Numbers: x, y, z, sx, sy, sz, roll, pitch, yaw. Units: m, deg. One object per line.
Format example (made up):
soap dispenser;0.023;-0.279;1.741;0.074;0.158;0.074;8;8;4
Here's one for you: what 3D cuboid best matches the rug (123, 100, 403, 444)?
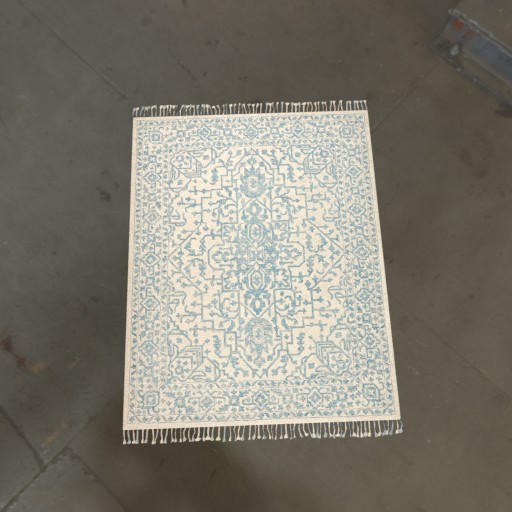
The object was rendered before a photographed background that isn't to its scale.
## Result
rug;0.000;0.000;4.252;2.464;0.010;3.327;-2;76;0
